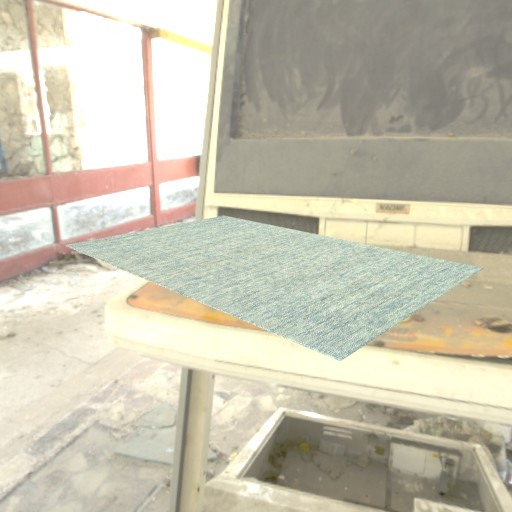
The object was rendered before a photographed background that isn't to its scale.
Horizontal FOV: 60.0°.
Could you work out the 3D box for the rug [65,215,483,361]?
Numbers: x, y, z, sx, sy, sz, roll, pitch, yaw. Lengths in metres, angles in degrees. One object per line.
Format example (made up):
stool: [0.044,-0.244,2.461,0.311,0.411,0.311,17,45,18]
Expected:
rug: [0.000,0.000,2.195,1.752,0.006,1.142,15,22,42]
